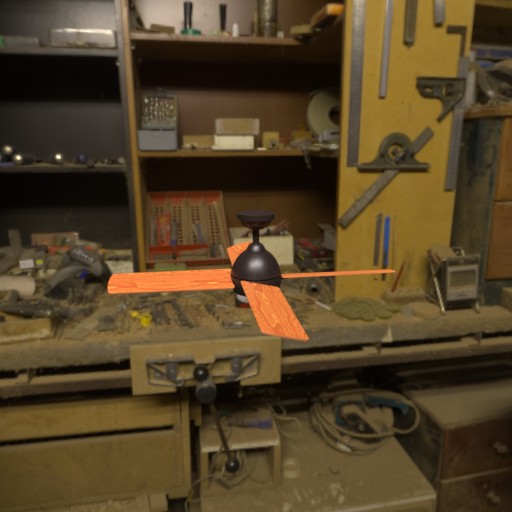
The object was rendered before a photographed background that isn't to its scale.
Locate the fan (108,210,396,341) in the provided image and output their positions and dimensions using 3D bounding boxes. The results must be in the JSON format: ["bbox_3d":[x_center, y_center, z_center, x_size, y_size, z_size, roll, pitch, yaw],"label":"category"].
[{"bbox_3d":[0.000,0.000,2.049,1.332,0.403,1.332,-2,15,-8],"label":"fan"}]
